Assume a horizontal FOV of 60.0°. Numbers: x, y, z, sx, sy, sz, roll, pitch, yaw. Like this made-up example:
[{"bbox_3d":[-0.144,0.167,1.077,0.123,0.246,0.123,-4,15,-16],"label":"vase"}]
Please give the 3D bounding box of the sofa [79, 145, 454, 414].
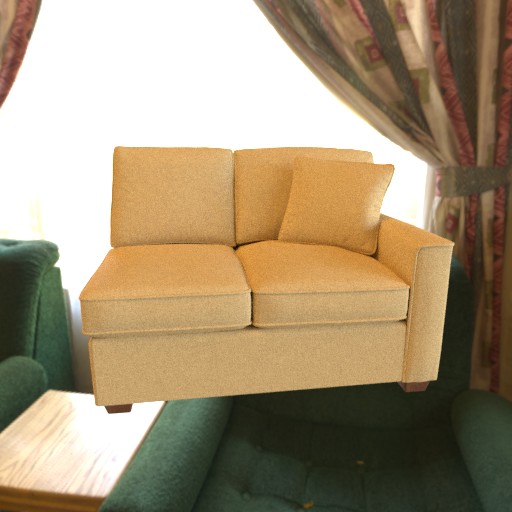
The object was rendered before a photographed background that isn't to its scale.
[{"bbox_3d":[0.000,0.000,2.058,1.388,0.989,0.991,-2,15,-7],"label":"sofa"}]
